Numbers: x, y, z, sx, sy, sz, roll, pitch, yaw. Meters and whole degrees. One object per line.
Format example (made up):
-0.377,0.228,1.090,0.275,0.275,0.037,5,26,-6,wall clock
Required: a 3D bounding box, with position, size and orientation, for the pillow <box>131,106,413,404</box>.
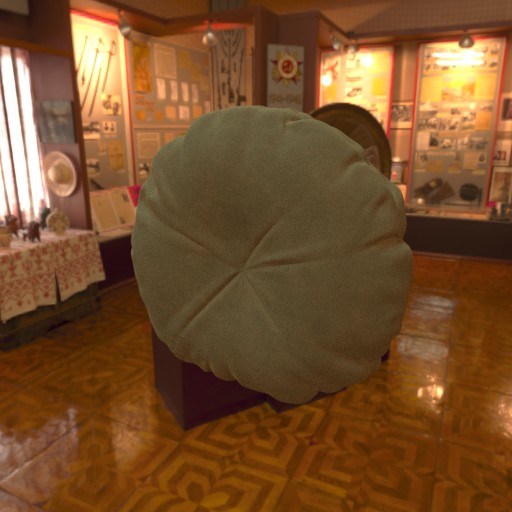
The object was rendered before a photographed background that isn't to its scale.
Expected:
0.000,0.000,0.632,0.428,0.407,0.148,8,17,26,pillow
